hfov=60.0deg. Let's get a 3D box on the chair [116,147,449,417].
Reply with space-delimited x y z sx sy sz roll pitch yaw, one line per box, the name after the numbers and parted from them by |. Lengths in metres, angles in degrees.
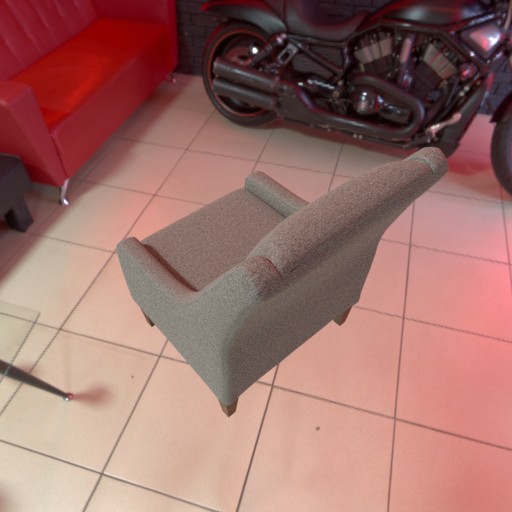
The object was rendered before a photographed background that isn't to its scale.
0.000 0.000 1.676 0.774 1.016 0.870 -32 55 -27 | chair
